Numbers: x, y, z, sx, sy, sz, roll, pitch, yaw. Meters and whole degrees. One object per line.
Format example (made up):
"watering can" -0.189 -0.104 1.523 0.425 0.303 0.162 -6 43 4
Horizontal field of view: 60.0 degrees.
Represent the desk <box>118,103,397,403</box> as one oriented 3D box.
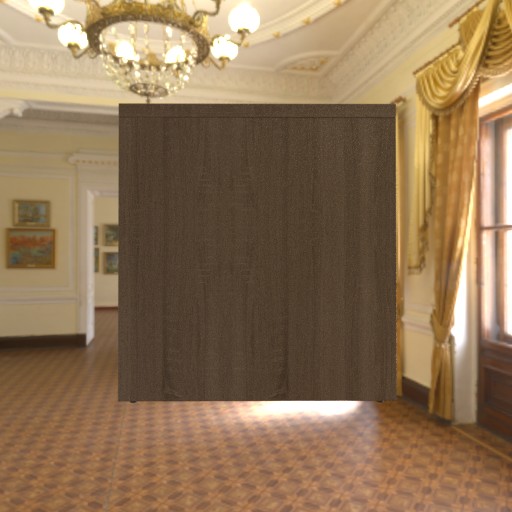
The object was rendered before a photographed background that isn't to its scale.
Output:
"desk" 0.000 0.000 1.788 0.690 0.745 1.380 0 -1 0
